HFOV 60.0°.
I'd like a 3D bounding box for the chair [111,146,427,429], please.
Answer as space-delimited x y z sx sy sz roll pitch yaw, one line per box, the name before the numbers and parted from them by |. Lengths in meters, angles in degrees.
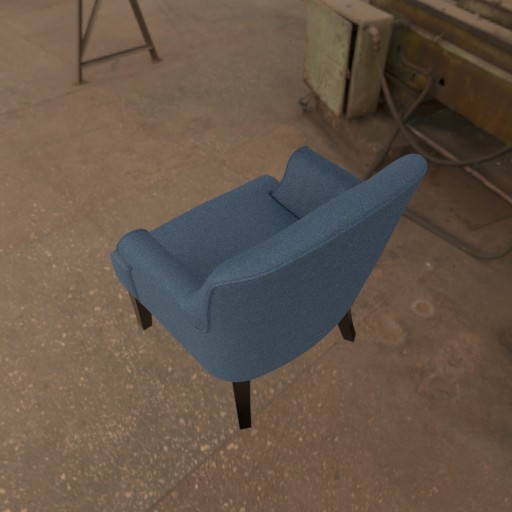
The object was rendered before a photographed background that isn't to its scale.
chair | 0.000 0.000 1.461 0.770 0.878 0.754 -31 54 -27
